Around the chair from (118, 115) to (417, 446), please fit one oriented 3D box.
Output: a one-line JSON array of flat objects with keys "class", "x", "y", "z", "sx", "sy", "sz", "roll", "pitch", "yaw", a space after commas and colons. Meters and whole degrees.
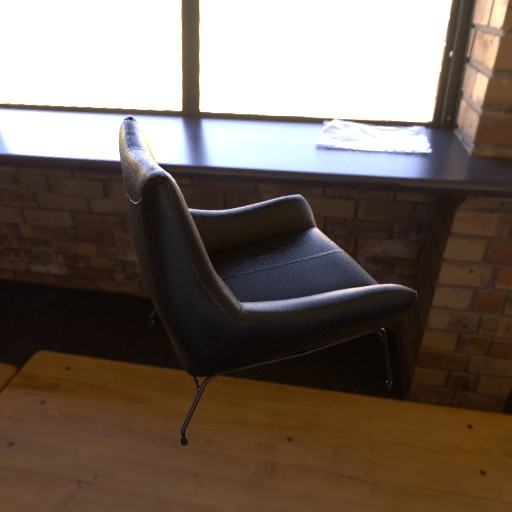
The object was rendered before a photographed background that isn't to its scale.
[{"class": "chair", "x": 0.000, "y": 0.000, "z": 1.603, "sx": 0.826, "sy": 0.922, "sz": 0.836, "roll": -11, "pitch": 32, "yaw": -18}]
